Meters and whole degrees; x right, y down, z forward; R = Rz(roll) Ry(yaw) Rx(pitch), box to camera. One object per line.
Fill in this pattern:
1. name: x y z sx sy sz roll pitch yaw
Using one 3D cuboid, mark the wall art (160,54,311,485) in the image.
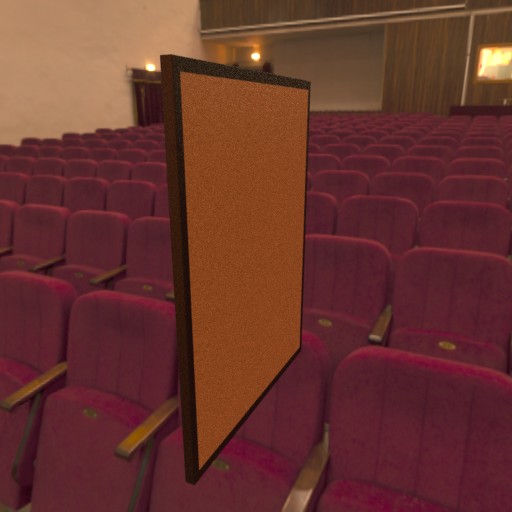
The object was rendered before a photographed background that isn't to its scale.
1. wall art: 0.000 0.000 1.333 0.030 1.027 0.774 9 19 25
